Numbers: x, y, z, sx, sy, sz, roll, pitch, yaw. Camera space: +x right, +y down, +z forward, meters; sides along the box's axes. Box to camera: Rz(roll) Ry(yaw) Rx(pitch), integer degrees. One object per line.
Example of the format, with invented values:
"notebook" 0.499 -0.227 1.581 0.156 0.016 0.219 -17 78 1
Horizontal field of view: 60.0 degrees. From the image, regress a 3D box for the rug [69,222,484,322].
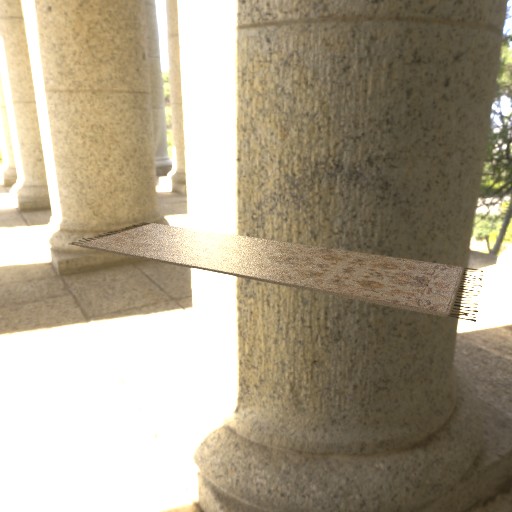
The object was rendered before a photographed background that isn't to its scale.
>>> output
"rug" 0.000 0.000 2.656 2.438 0.021 0.729 9 20 27
